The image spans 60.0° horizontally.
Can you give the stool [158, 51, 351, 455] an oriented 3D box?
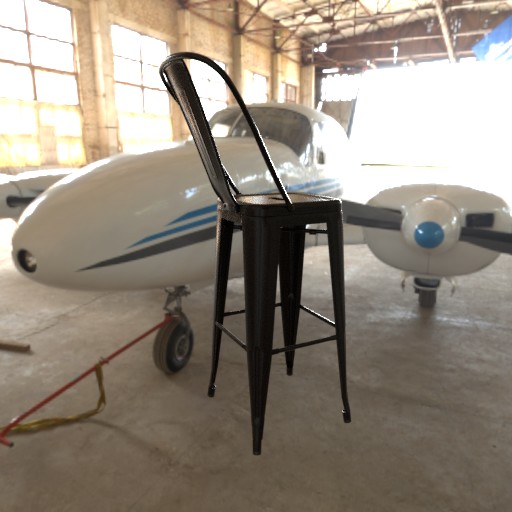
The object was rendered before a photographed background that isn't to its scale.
[{"bbox_3d":[0.000,0.000,1.362,0.513,1.096,0.399,-7,15,-27],"label":"stool"}]
